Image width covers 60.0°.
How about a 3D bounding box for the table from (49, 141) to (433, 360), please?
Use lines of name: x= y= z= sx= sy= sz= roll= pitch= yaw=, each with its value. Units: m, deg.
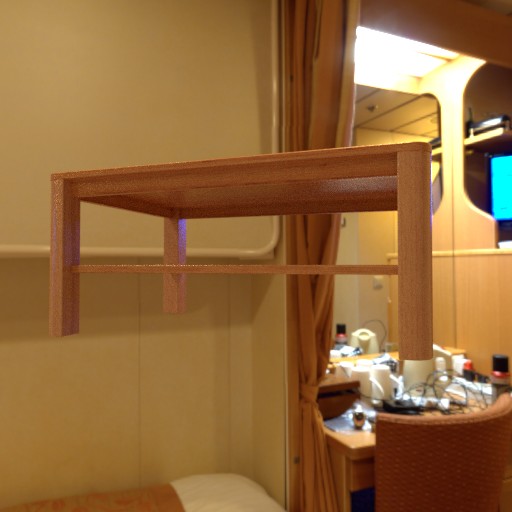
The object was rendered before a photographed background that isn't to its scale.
table: x=0.000 y=0.000 z=1.378 sx=0.997 sy=0.445 sz=0.696 roll=0 pitch=-1 yaw=19
